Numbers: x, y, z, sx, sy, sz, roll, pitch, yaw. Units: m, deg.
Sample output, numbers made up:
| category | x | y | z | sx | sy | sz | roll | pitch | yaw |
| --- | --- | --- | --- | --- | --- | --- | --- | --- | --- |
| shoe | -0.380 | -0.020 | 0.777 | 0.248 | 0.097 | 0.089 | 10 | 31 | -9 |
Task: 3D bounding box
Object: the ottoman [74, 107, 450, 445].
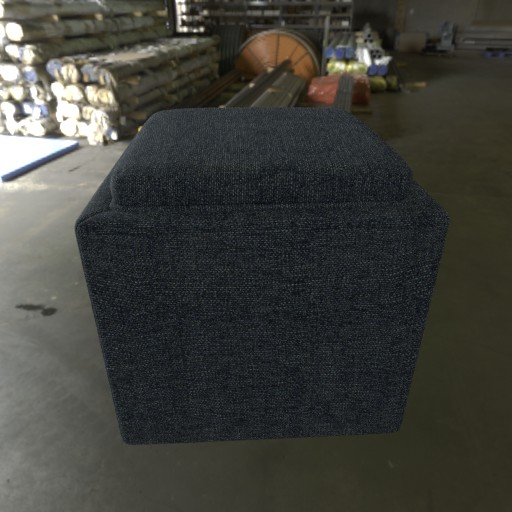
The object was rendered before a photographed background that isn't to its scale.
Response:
| category | x | y | z | sx | sy | sz | roll | pitch | yaw |
| --- | --- | --- | --- | --- | --- | --- | --- | --- | --- |
| ottoman | 0.000 | 0.000 | 0.791 | 0.450 | 0.460 | 0.450 | -2 | 30 | -3 |
